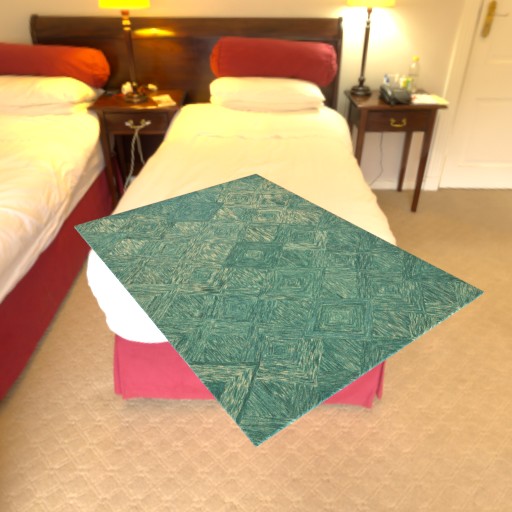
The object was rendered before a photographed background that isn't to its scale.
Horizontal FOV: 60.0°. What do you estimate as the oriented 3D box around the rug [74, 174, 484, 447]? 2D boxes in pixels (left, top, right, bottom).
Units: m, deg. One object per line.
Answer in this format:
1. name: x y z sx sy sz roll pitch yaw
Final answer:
1. rug: 0.000 0.000 4.217 2.405 0.027 3.217 -22 39 -30
